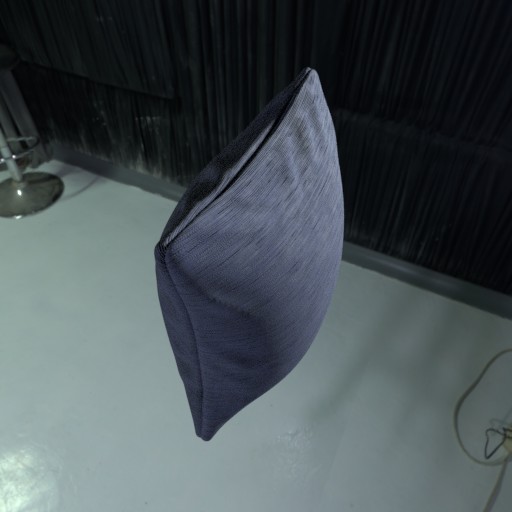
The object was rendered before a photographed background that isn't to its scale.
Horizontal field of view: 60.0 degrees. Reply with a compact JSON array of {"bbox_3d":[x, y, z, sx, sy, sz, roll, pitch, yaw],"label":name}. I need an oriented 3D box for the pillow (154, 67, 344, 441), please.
[{"bbox_3d":[0.000,0.000,0.671,0.246,0.414,0.432,17,48,16],"label":"pillow"}]
